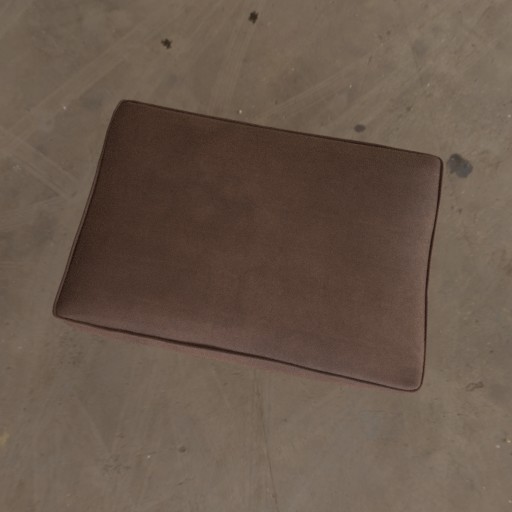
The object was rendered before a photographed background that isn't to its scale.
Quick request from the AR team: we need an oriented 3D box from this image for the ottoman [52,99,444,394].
[{"bbox_3d":[0.000,0.000,1.232,0.860,0.481,0.596,11,76,3],"label":"ottoman"}]
